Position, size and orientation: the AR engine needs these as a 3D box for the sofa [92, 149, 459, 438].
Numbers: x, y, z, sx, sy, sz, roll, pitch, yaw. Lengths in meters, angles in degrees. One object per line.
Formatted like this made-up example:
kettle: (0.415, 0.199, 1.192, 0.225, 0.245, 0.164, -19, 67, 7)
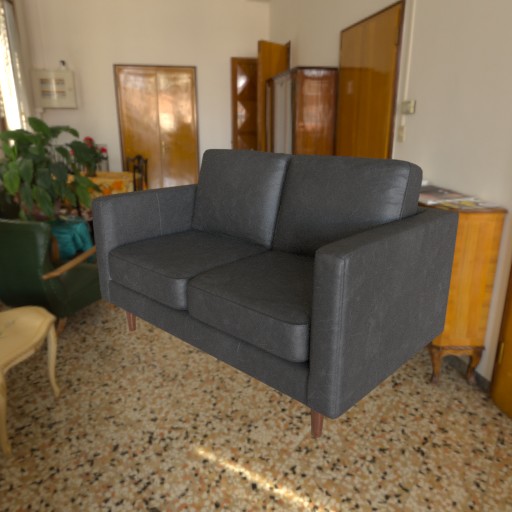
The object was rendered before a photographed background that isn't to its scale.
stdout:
sofa: (0.000, 0.000, 2.012, 1.430, 0.899, 0.879, 15, 23, 41)
